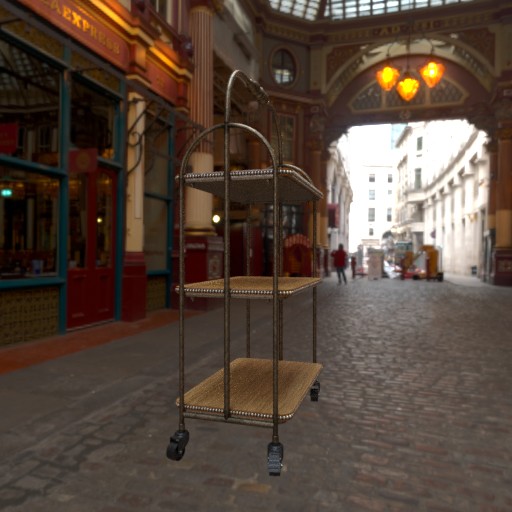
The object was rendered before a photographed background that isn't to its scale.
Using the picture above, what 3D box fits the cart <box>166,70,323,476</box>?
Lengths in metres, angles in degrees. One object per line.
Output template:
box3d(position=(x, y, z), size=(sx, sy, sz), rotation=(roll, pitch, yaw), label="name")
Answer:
box3d(position=(0.000, 0.000, 1.362), size=(0.330, 1.052, 0.650), rotation=(0, 1, 18), label="cart")
